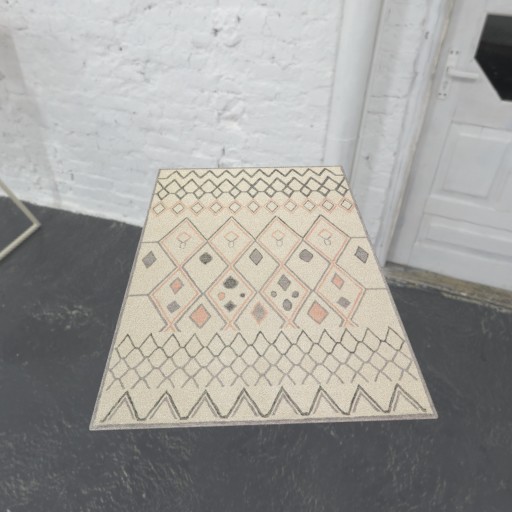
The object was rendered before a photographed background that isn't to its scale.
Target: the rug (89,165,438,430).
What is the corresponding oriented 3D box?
[{"bbox_3d":[0.000,0.000,2.244,1.219,0.016,1.829,-1,40,-2],"label":"rug"}]
